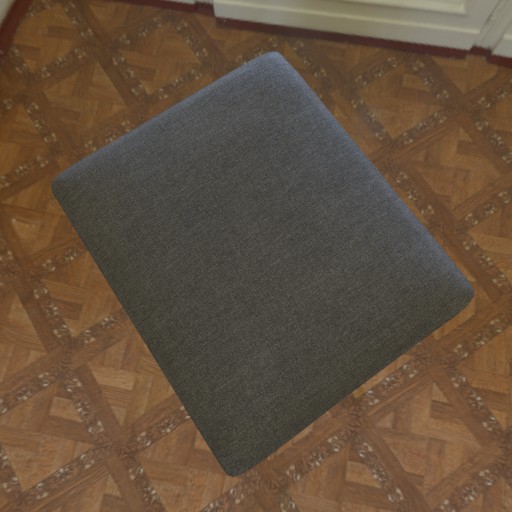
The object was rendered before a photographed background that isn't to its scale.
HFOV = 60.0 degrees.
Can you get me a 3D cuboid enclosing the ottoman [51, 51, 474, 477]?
[{"bbox_3d":[0.000,0.000,1.208,0.693,0.474,0.821,-34,78,-8],"label":"ottoman"}]
